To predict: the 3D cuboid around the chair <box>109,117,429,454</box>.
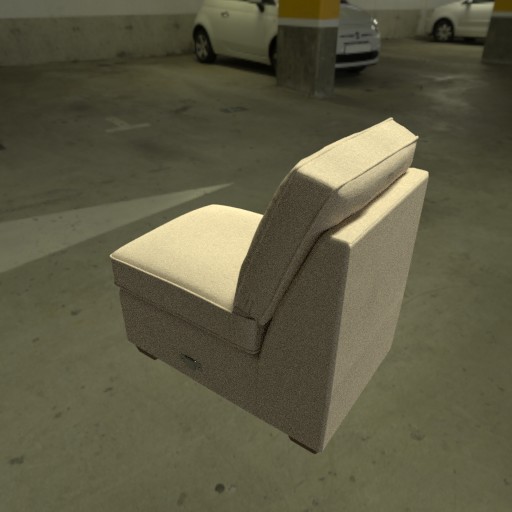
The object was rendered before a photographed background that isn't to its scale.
[{"bbox_3d":[0.000,0.000,1.602,0.938,0.970,0.621,20,36,30],"label":"chair"}]
